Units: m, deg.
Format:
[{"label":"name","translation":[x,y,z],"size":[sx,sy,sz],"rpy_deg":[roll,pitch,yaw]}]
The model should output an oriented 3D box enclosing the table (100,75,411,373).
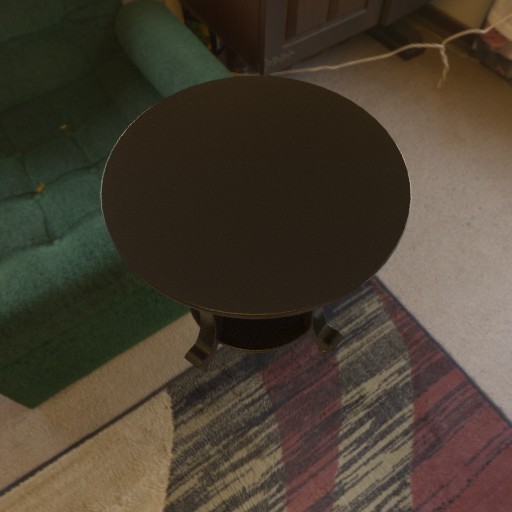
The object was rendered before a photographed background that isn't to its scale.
[{"label":"table","translation":[0.000,0.000,1.126],"size":[0.597,0.618,0.597],"rpy_deg":[0,59,0]}]
